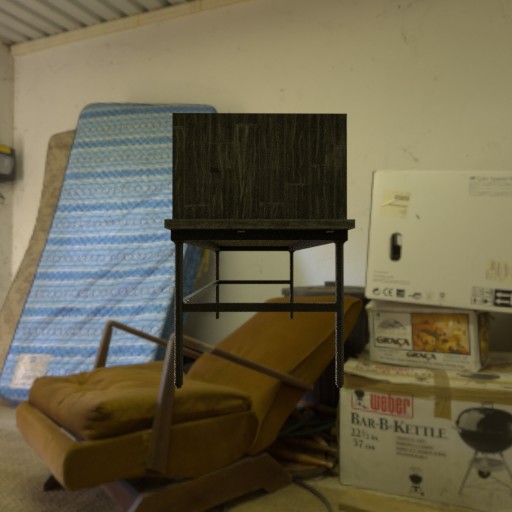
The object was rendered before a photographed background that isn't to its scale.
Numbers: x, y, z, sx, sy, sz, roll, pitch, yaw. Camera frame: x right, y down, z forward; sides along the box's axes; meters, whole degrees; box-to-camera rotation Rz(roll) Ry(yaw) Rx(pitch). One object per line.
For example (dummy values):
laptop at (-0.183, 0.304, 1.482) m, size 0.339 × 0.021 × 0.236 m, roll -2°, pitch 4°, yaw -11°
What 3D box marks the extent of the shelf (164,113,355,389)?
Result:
shelf at (0.000, 0.000, 1.660) m, size 0.457 × 0.633 × 1.342 m, roll 0°, pitch -1°, yaw -1°
